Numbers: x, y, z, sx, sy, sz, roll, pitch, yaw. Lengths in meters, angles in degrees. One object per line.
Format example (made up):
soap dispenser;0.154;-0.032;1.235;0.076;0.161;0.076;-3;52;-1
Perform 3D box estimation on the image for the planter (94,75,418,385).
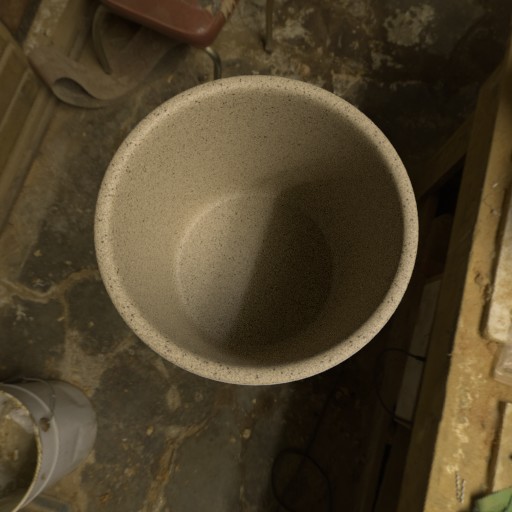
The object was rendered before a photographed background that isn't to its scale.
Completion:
planter;0.000;0.000;0.423;0.228;0.235;0.228;0;76;0
